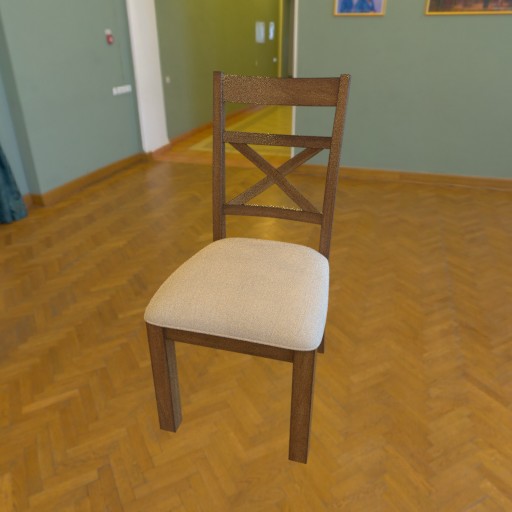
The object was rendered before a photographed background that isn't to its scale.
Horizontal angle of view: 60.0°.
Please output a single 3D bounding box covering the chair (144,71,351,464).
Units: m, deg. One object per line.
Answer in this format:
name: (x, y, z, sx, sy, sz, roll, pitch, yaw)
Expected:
chair: (0.000, 0.000, 1.284, 0.461, 0.949, 0.581, 7, 28, 14)
